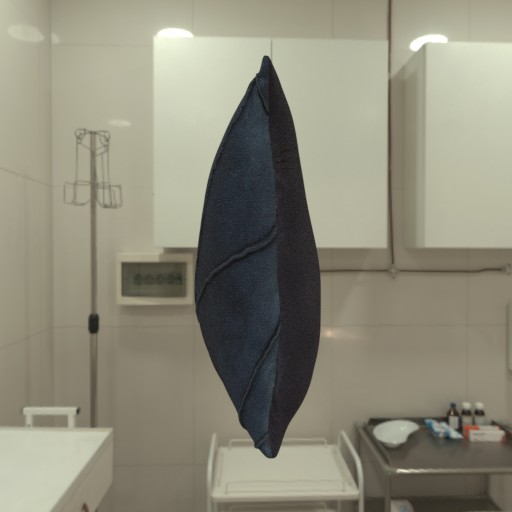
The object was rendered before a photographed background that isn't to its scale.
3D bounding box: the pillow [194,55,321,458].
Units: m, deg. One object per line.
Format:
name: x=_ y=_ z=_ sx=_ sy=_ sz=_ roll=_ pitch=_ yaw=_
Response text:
pillow: x=0.000 y=0.000 z=0.681 sx=0.183 sy=0.440 sz=0.439 roll=0 pitch=1 yaw=-2
